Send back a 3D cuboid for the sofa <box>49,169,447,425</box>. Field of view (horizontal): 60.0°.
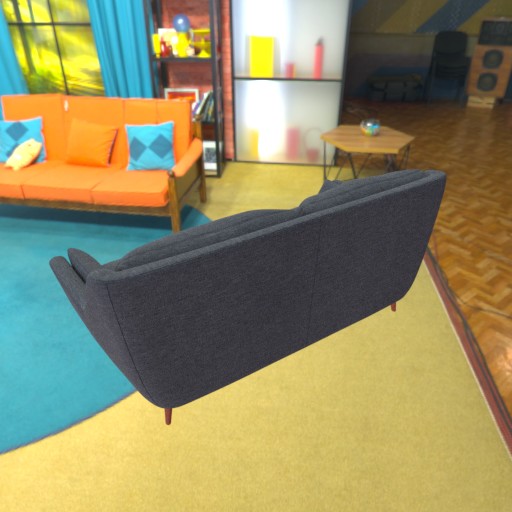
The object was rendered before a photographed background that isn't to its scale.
[{"bbox_3d":[0.000,0.000,2.403,1.929,0.896,0.975,-19,36,-28],"label":"sofa"}]
